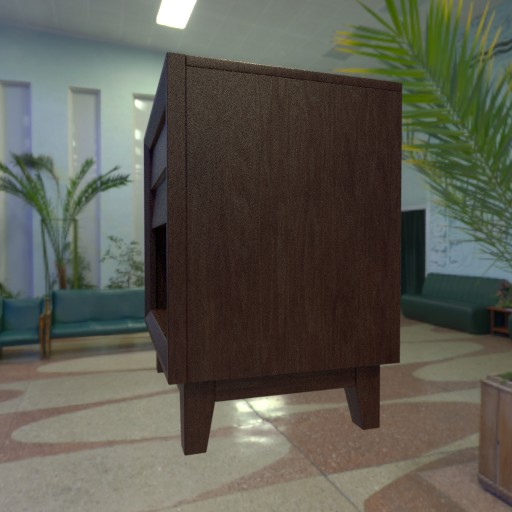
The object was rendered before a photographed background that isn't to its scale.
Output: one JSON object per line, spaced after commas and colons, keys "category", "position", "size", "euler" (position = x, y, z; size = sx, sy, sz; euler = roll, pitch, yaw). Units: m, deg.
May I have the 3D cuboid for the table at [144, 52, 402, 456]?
{"category": "table", "position": [0.000, 0.000, 0.984], "size": [0.449, 0.609, 0.557], "euler": [0, 2, -18]}
